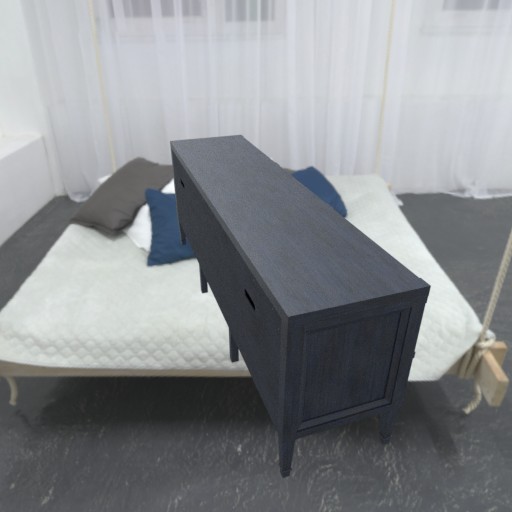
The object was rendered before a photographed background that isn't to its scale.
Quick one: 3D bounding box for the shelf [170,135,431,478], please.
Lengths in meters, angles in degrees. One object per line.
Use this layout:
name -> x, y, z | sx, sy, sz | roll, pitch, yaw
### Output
shelf -> 0.000, 0.000, 2.207 | 0.471, 0.715, 1.878 | -10, 31, -17
